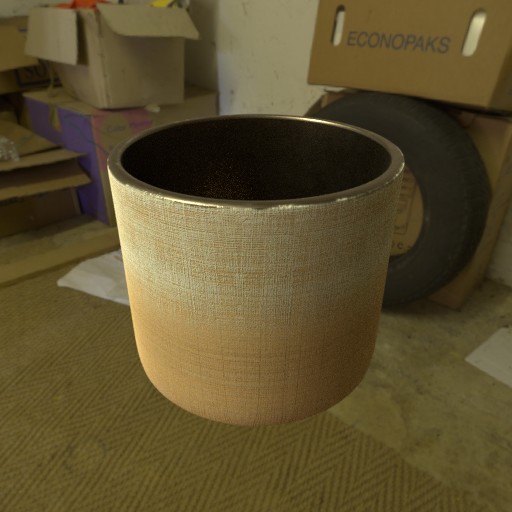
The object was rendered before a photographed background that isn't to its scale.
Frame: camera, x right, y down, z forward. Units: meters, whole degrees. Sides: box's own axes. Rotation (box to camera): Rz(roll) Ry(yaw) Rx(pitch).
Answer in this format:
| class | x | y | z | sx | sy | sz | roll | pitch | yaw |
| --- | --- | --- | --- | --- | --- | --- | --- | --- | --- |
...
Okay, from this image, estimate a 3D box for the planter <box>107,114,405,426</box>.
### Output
| class | x | y | z | sx | sy | sz | roll | pitch | yaw |
| --- | --- | --- | --- | --- | --- | --- | --- | --- | --- |
| planter | 0.000 | 0.000 | 0.441 | 0.254 | 0.221 | 0.254 | 0 | 31 | 0 |
